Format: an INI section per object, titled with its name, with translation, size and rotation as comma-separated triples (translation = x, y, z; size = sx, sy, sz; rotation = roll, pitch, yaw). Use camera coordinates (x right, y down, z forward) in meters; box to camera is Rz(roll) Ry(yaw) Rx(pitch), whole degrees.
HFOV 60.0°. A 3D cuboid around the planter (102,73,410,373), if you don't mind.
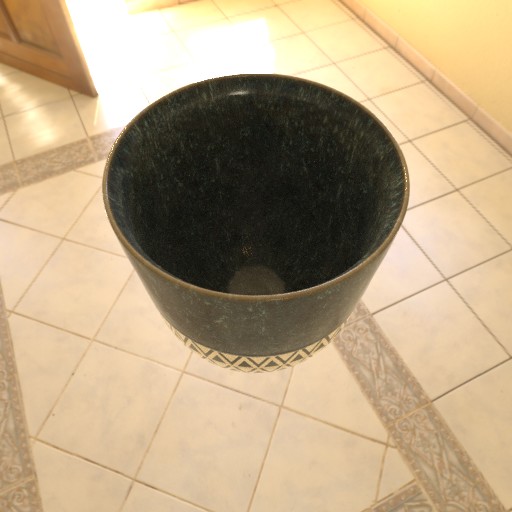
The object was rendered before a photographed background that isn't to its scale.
[planter]
translation = 0.000, 0.000, 0.374
size = 0.195, 0.214, 0.195
rotation = 0, 57, 0
